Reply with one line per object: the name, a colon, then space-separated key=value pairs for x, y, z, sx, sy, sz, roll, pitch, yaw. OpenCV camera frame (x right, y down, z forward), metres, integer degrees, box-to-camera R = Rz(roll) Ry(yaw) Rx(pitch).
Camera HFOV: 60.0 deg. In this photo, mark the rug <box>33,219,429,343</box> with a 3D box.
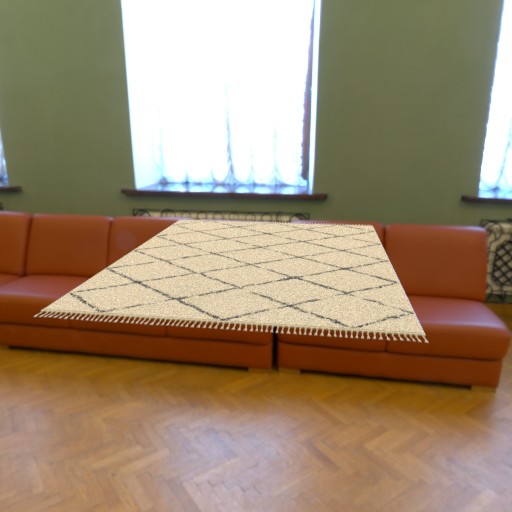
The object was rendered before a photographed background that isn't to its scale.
rug: x=0.000 y=0.000 z=4.056 sx=2.380 sy=0.013 sz=3.051 roll=2 pitch=17 yaw=8
